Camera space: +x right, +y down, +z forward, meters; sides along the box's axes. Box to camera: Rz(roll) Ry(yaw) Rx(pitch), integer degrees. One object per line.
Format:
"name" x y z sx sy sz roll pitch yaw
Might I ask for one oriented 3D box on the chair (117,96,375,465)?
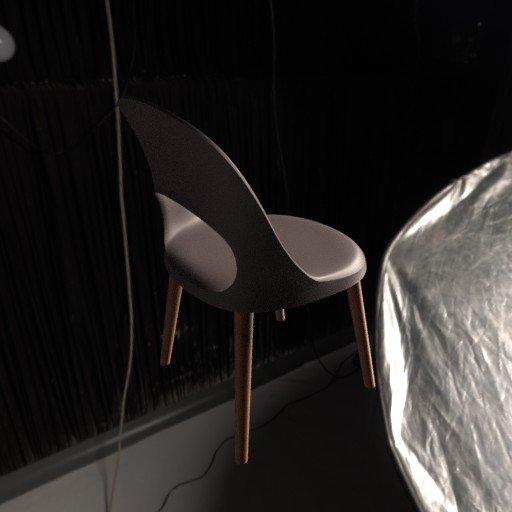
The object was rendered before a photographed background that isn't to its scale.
"chair" 0.000 0.000 1.132 0.556 0.794 0.470 -16 29 -31
